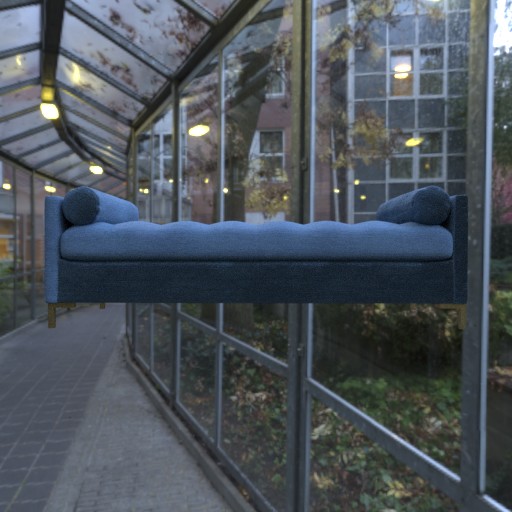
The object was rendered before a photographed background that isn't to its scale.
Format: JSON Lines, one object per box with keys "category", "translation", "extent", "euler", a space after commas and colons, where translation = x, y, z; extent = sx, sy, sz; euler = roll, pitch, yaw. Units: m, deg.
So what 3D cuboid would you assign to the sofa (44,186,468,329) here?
{"category": "sofa", "translation": [0.000, 0.000, 2.540], "extent": [2.102, 0.705, 0.796], "euler": [0, 1, 1]}
